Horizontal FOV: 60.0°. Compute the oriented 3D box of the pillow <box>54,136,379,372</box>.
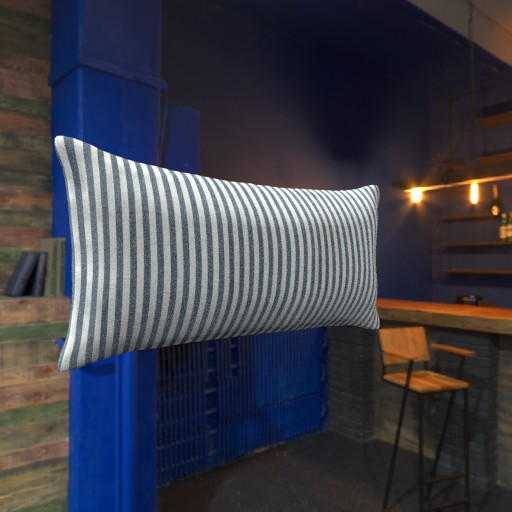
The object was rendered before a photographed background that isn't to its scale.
[{"bbox_3d":[0.000,0.000,0.729,0.617,0.295,0.151,0,-1,-36],"label":"pillow"}]
